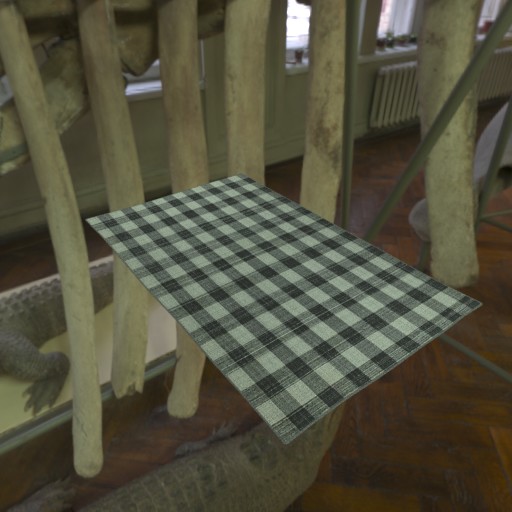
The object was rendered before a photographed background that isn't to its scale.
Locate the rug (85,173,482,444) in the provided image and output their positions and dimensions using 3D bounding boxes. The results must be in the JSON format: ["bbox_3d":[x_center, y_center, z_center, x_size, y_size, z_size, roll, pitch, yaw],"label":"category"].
[{"bbox_3d":[0.000,0.000,3.098,1.554,0.011,2.476,-23,40,-30],"label":"rug"}]
